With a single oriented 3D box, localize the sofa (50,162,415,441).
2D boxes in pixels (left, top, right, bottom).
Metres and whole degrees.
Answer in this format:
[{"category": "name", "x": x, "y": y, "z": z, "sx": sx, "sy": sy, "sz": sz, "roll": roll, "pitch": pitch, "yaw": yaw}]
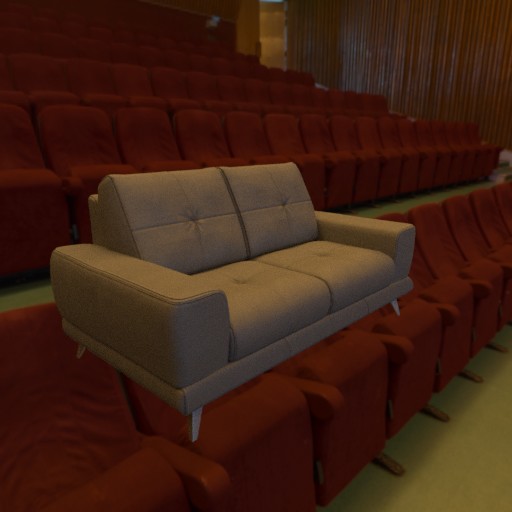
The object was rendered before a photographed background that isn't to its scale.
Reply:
[{"category": "sofa", "x": 0.000, "y": 0.000, "z": 2.368, "sx": 1.018, "sy": 0.907, "sz": 1.806, "roll": 14, "pitch": 21, "yaw": 42}]
